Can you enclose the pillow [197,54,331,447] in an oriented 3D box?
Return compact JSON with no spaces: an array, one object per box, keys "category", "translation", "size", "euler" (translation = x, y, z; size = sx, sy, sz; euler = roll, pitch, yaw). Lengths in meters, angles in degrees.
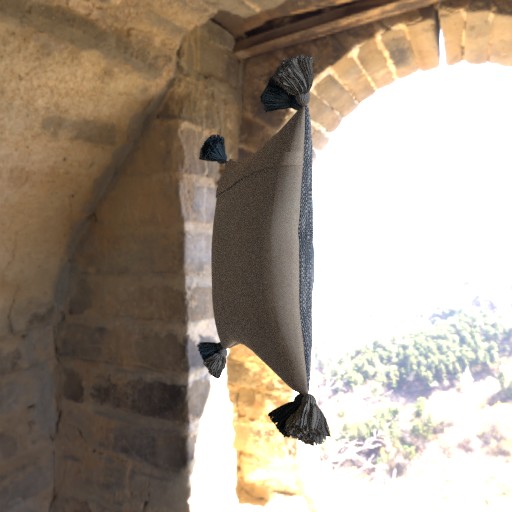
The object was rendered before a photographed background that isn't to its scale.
[{"category":"pillow","translation":[0.000,0.000,0.931],"size":[0.138,0.634,0.614],"euler":[0,0,-20]}]
